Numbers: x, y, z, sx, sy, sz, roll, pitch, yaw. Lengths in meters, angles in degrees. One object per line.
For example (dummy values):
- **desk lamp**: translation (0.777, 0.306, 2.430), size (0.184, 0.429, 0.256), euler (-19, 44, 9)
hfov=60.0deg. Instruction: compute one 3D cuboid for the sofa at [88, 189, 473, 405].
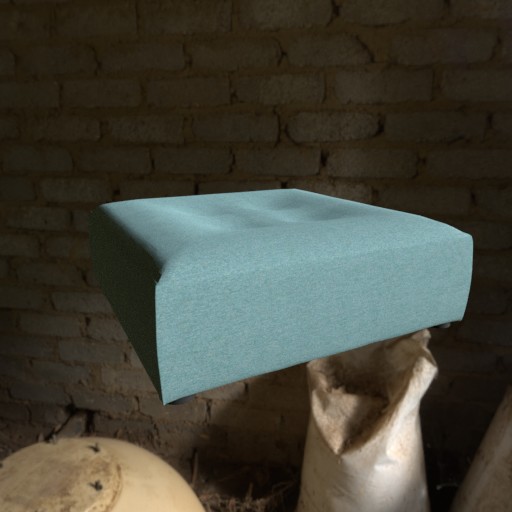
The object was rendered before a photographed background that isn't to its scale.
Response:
- **sofa**: translation (0.000, 0.000, 1.477), size (0.930, 0.330, 0.930), euler (-8, 18, -26)
